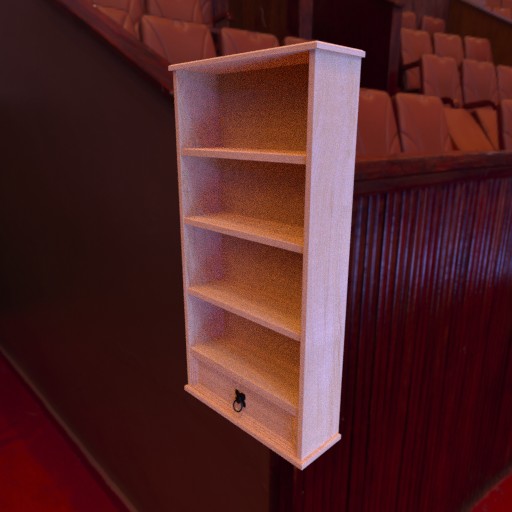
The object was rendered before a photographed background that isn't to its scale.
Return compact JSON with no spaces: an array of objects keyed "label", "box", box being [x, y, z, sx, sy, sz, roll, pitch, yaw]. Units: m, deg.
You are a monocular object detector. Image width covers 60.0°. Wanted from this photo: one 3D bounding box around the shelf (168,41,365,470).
[{"label":"shelf","box":[0.000,0.000,1.253,0.175,1.030,0.520,-15,22,-42]}]
